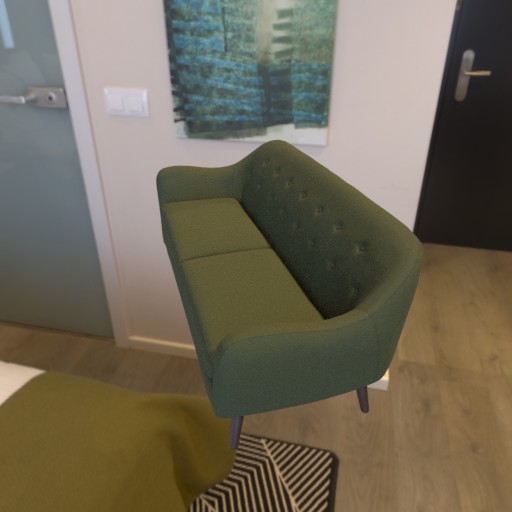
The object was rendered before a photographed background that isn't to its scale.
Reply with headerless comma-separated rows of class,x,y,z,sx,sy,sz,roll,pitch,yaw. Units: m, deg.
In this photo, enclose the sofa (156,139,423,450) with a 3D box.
sofa,0.000,0.000,2.293,0.820,0.836,1.840,-9,30,-15
